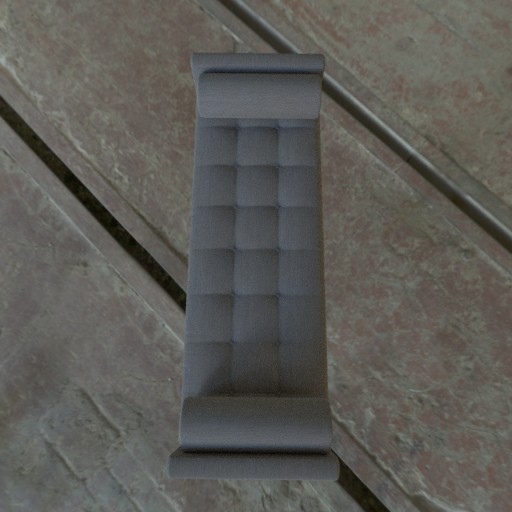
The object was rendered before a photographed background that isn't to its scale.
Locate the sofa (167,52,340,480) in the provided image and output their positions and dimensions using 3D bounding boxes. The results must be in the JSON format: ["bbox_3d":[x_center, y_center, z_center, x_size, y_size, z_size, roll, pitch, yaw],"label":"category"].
[{"bbox_3d":[0.000,0.000,2.279,0.686,0.635,1.981,1,75,0],"label":"sofa"}]
